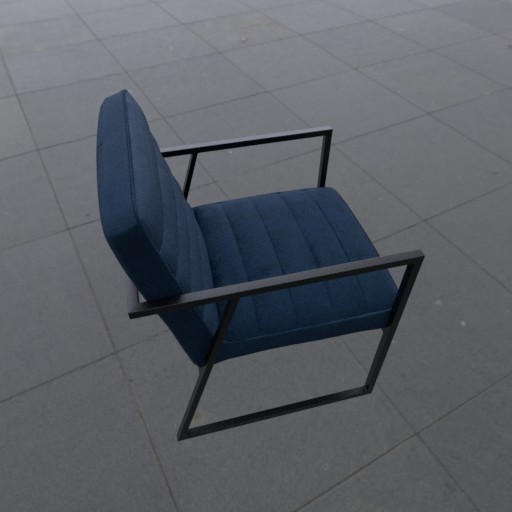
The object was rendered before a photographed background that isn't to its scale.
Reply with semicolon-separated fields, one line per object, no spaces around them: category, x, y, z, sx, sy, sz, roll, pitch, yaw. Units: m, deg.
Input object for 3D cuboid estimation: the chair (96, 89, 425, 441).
chair;0.000;0.000;1.243;0.677;0.833;0.571;-10;47;-10
